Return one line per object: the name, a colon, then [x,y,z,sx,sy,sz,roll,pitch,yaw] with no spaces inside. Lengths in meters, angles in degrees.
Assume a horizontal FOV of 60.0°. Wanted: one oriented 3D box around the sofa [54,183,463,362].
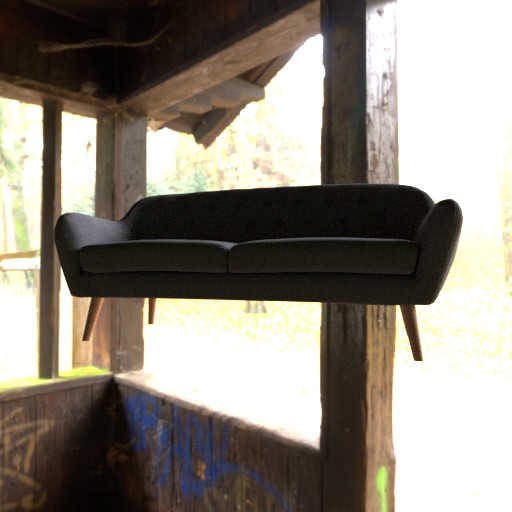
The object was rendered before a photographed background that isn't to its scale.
sofa: [0.000,0.000,2.236,1.840,0.820,0.820,0,-1,17]
